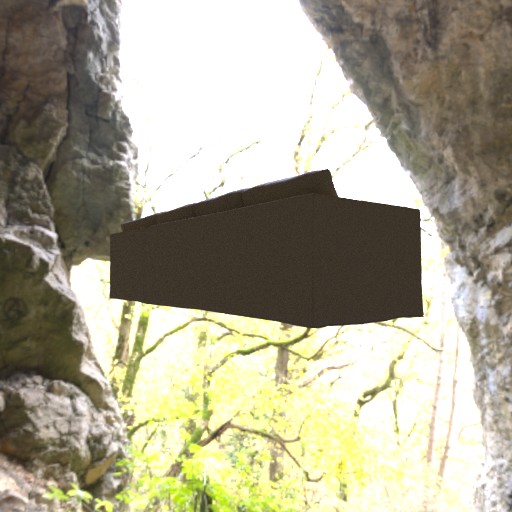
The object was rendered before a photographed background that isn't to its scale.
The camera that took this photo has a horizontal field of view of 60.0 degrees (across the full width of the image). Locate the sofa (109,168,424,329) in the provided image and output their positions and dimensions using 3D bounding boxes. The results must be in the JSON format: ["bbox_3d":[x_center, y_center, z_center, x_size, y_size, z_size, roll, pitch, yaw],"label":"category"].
[{"bbox_3d":[0.000,0.000,3.969,1.622,0.871,3.206,2,-3,-36],"label":"sofa"}]
